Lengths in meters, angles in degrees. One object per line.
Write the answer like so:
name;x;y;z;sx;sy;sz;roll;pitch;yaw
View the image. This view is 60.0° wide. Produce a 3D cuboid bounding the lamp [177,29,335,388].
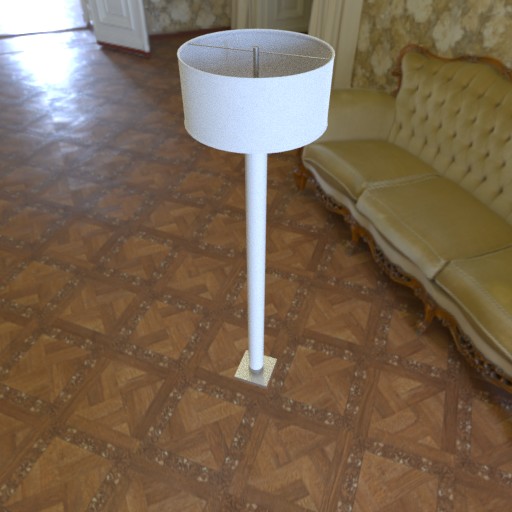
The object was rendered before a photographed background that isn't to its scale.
lamp;0.000;0.000;1.662;0.420;1.475;0.420;13;43;15
